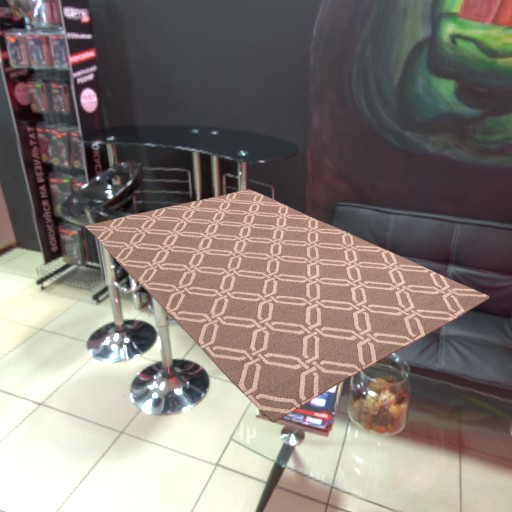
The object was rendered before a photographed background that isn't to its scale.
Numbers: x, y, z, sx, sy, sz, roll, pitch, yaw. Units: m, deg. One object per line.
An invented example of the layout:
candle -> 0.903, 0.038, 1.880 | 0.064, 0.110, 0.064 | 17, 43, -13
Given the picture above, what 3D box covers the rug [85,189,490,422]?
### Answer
rug -> 0.000, 0.000, 2.160 | 1.142, 0.010, 1.748 | -18, 32, -31
